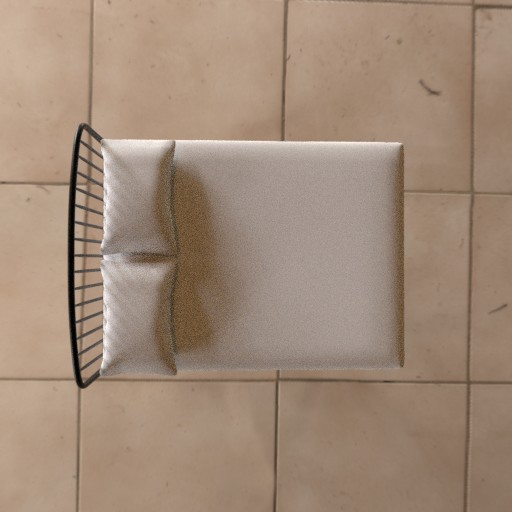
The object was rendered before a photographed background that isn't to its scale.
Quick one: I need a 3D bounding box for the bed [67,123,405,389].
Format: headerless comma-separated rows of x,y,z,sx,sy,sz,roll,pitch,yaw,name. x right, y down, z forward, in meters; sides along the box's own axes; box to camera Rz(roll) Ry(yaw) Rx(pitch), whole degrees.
0.000,0.000,3.088,2.159,1.166,1.618,0,90,-2,bed
